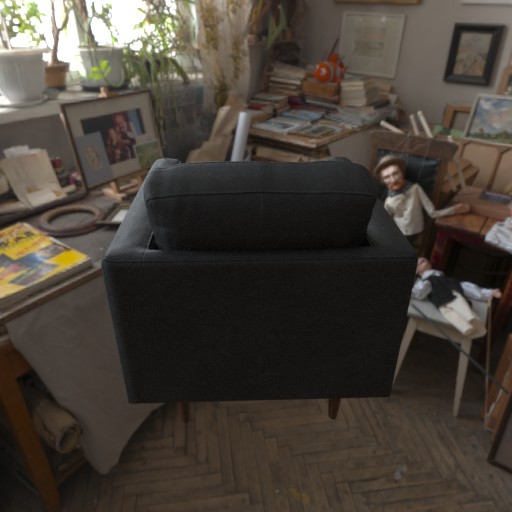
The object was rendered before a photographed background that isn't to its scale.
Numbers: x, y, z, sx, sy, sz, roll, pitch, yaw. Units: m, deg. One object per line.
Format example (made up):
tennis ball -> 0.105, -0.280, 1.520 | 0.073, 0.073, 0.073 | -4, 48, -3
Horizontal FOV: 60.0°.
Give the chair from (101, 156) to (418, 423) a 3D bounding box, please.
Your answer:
chair -> 0.000, 0.000, 1.607 | 0.831, 0.898, 0.879 | -1, 30, -2
